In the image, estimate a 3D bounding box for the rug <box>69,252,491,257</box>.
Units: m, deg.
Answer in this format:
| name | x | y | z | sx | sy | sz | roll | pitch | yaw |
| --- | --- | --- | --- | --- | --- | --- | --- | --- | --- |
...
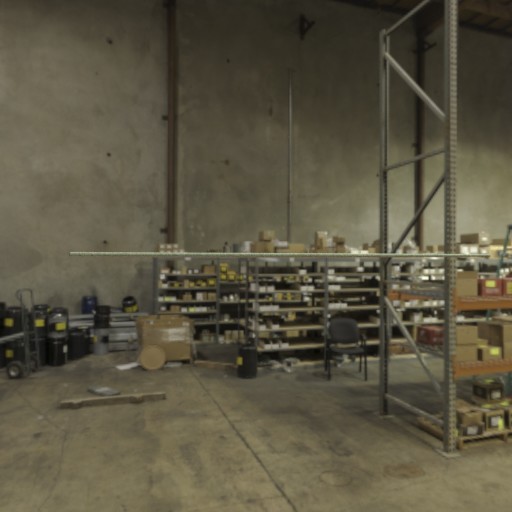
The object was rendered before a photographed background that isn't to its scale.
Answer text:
| name | x | y | z | sx | sy | sz | roll | pitch | yaw |
| --- | --- | --- | --- | --- | --- | --- | --- | --- | --- |
| rug | 0.000 | 0.000 | 4.100 | 3.039 | 0.019 | 2.420 | 0 | 0 | -19 |
